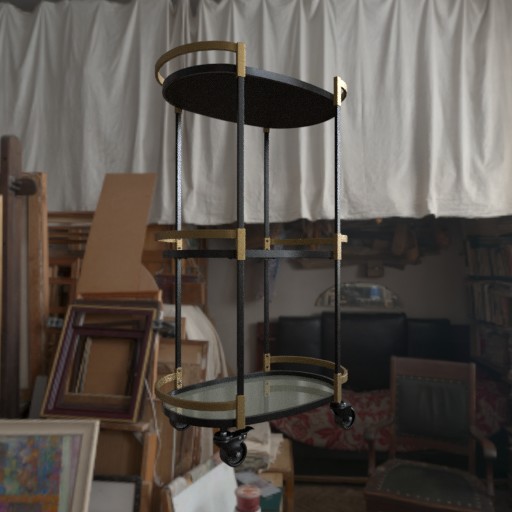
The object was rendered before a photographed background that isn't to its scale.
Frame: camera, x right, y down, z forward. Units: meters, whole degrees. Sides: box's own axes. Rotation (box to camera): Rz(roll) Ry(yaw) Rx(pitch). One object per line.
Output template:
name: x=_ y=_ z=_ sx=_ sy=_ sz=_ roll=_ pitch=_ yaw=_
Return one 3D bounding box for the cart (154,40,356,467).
cart: x=0.000 y=0.000 z=1.124 sx=0.515 sy=0.885 sz=0.311 roll=0 pitch=0 yaw=-36
